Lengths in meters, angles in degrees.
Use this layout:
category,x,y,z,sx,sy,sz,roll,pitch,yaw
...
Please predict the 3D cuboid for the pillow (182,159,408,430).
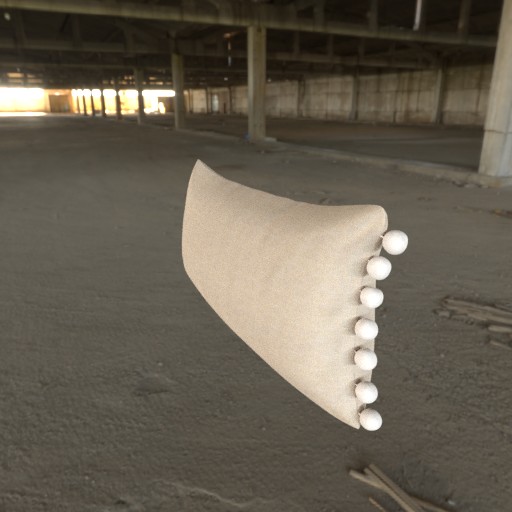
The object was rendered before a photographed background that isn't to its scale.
category,x,y,z,sx,sy,sz,roll,pitch,yaw
pillow,0.000,0.000,0.842,0.201,0.322,0.709,-9,21,-25
